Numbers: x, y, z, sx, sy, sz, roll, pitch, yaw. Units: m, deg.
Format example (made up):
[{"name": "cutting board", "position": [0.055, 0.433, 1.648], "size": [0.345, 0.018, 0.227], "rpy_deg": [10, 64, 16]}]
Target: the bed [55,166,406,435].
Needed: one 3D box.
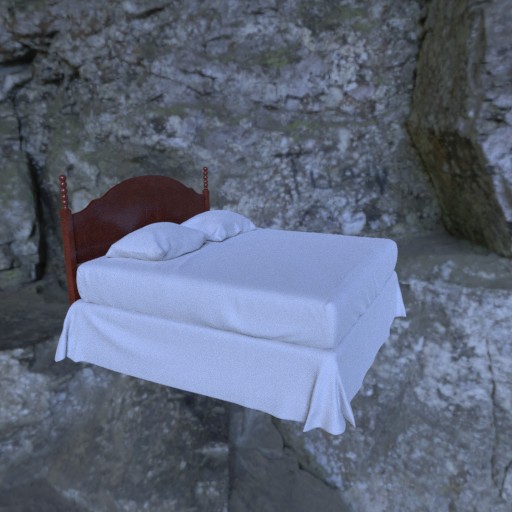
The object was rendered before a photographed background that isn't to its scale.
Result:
[{"name": "bed", "position": [0.000, 0.000, 3.645], "size": [2.219, 1.355, 2.322], "rpy_deg": [7, 15, 26]}]
